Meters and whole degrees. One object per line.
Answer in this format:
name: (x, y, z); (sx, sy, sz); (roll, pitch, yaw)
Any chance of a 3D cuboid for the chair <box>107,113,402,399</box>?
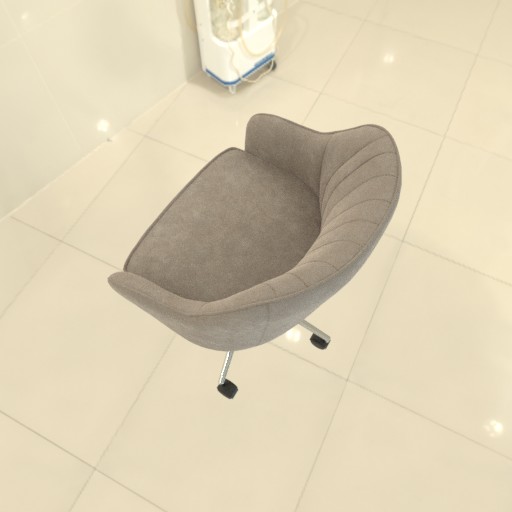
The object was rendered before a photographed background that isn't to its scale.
chair: (0.000, 0.000, 1.239); (0.573, 0.831, 0.635); (31, 67, 15)
